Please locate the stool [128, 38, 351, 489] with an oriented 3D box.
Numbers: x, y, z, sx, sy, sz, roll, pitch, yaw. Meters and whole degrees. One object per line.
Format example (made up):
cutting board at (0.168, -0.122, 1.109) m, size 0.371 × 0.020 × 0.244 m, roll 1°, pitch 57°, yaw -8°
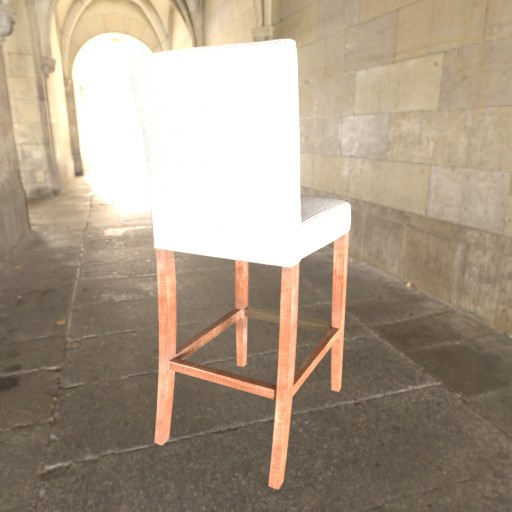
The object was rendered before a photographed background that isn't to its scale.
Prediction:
stool at (0.000, 0.000, 1.342) m, size 0.439 × 1.088 × 0.570 m, roll 8°, pitch 17°, yaw 26°
